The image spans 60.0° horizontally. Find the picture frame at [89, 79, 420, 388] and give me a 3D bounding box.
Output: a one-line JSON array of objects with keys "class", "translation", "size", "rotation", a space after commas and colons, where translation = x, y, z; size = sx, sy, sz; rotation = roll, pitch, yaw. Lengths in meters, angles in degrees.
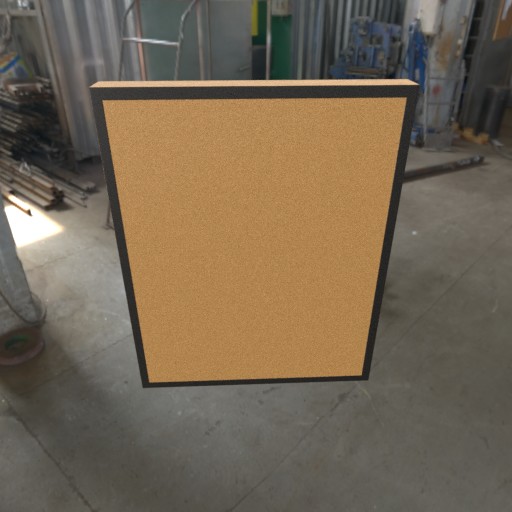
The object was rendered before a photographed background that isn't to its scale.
[{"class": "picture frame", "translation": [0.000, 0.000, 0.715], "size": [0.421, 0.526, 0.046], "rotation": [-1, 30, -2]}]
